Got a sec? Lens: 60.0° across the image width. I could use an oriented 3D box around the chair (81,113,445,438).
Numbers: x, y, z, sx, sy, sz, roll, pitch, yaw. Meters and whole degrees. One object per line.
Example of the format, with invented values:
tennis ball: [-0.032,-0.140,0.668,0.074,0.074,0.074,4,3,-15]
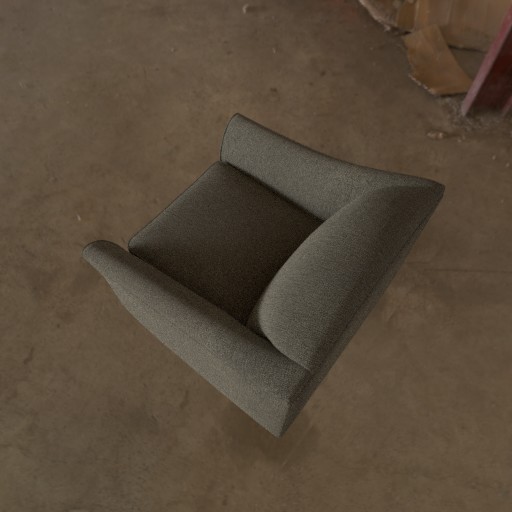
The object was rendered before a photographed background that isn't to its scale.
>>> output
chair: [0.000,0.000,1.470,0.787,0.839,0.763,34,66,18]
